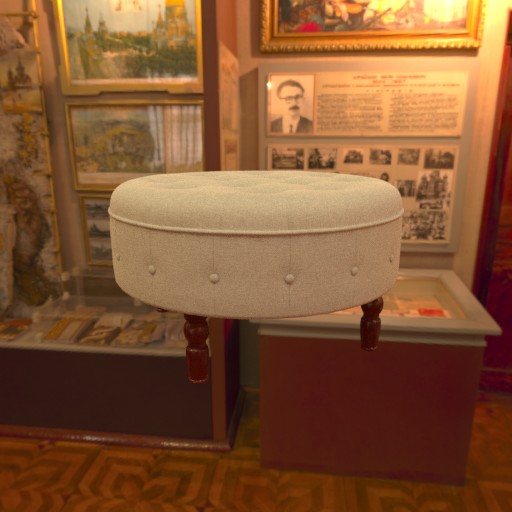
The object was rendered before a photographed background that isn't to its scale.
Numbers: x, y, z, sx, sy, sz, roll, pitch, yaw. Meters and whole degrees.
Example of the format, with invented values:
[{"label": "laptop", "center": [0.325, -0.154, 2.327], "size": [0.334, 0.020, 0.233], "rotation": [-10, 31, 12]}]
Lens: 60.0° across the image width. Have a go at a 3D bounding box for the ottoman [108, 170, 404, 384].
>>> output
[{"label": "ottoman", "center": [0.000, 0.000, 1.378], "size": [0.849, 0.478, 0.849], "rotation": [0, 15, 0]}]
